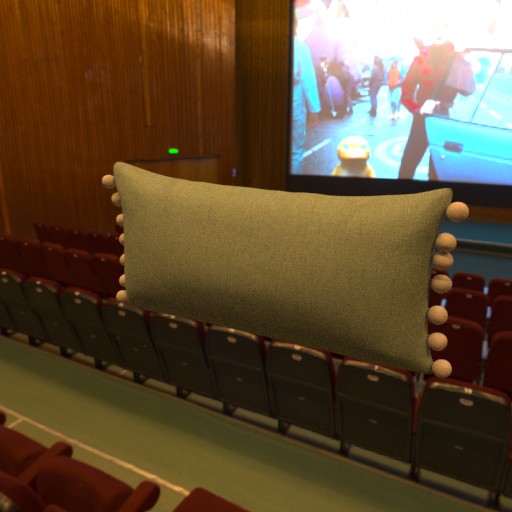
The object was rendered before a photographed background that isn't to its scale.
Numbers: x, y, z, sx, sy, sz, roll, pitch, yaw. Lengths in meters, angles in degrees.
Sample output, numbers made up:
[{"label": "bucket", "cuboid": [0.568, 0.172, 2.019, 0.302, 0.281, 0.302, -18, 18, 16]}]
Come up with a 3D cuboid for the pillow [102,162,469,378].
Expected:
[{"label": "pillow", "cuboid": [0.000, 0.000, 0.828, 0.709, 0.322, 0.201, 8, 19, 26]}]
